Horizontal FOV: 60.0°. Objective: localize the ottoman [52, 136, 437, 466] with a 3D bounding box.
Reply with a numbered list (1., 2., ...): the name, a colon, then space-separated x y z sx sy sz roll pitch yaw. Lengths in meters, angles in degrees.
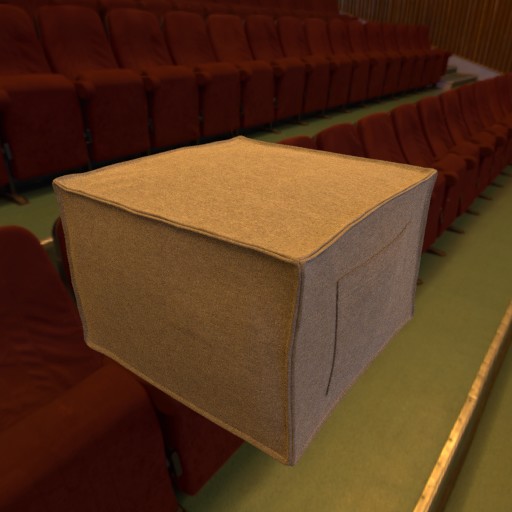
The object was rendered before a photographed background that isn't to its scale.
1. ottoman: 0.000 0.000 1.158 0.696 0.470 0.707 18 31 33
